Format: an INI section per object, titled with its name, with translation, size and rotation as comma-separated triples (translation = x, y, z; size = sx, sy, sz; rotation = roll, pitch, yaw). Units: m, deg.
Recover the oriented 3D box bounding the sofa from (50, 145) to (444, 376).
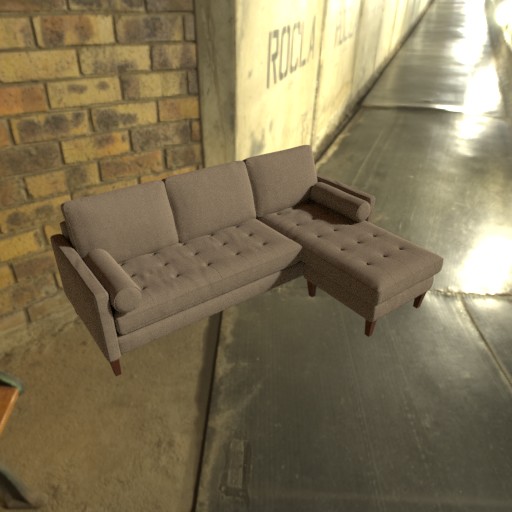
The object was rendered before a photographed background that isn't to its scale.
[sofa]
translation = 0.000, 0.000, 2.942
size = 2.178, 0.875, 1.506
rotation = -21, 37, -31
